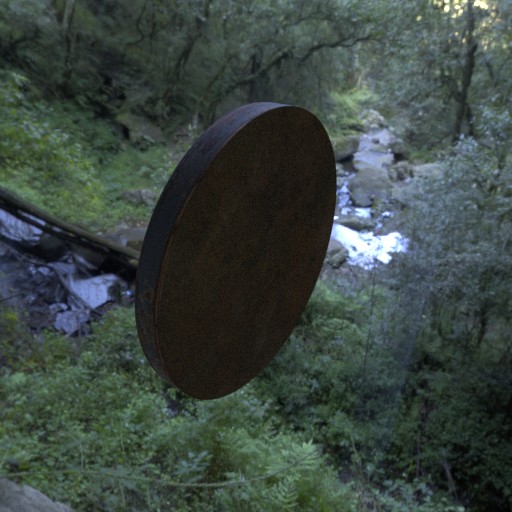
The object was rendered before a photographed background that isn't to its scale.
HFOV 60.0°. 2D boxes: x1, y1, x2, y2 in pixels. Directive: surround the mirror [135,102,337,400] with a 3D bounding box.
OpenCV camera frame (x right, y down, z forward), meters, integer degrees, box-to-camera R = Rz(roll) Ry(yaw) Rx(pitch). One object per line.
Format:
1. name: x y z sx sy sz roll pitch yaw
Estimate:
1. mirror: 0.000 0.000 0.890 0.061 0.585 0.585 21 38 29
